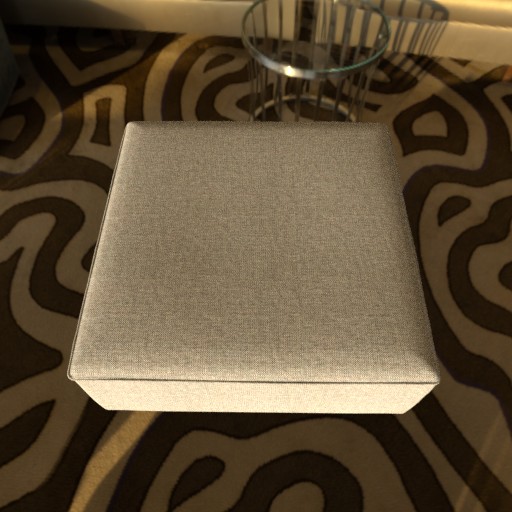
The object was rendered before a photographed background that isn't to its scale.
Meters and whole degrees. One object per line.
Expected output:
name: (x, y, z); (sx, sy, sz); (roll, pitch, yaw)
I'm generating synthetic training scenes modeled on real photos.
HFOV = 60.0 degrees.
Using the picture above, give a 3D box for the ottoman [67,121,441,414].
ottoman: (0.000, 0.000, 1.577); (1.023, 0.423, 1.017); (1, 58, 1)
